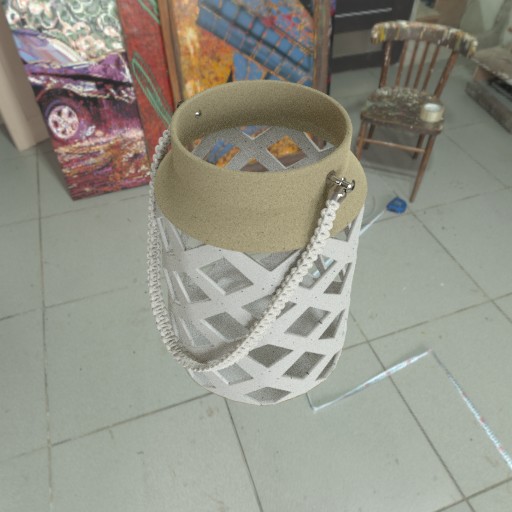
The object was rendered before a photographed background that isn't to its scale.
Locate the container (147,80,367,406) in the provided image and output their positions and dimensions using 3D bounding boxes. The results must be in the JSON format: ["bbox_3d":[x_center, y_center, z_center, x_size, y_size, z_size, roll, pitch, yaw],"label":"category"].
[{"bbox_3d":[0.000,0.000,0.345,0.163,0.229,0.172,32,55,27],"label":"container"}]
